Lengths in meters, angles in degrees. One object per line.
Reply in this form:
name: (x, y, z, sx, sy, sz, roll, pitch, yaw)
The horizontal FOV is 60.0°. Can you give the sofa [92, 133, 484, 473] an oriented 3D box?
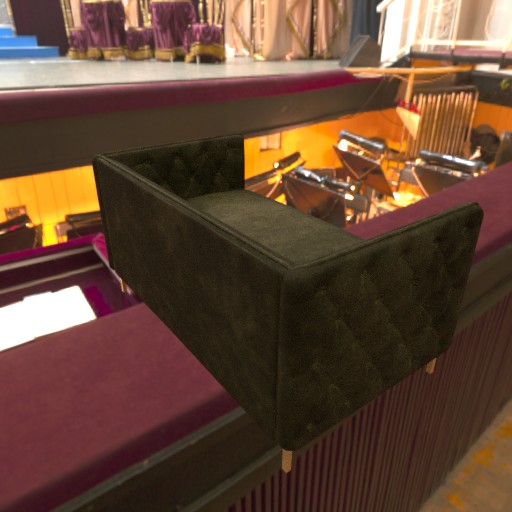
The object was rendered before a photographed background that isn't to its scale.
sofa: (0.000, 0.000, 2.002, 0.895, 0.768, 1.537, -19, 32, -32)
